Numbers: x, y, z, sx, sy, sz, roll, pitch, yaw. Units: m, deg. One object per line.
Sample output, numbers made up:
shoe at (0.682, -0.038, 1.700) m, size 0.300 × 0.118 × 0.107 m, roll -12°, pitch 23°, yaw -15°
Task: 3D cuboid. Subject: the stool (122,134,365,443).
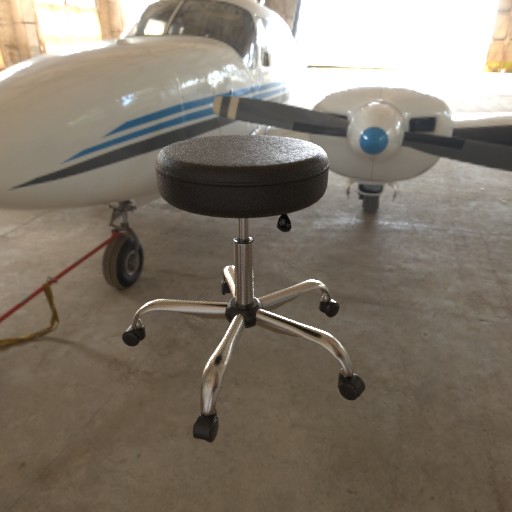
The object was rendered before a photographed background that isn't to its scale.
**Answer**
stool at (0.000, 0.000, 1.173) m, size 0.638 × 0.576 × 0.673 m, roll -16°, pitch 29°, yaw -31°
